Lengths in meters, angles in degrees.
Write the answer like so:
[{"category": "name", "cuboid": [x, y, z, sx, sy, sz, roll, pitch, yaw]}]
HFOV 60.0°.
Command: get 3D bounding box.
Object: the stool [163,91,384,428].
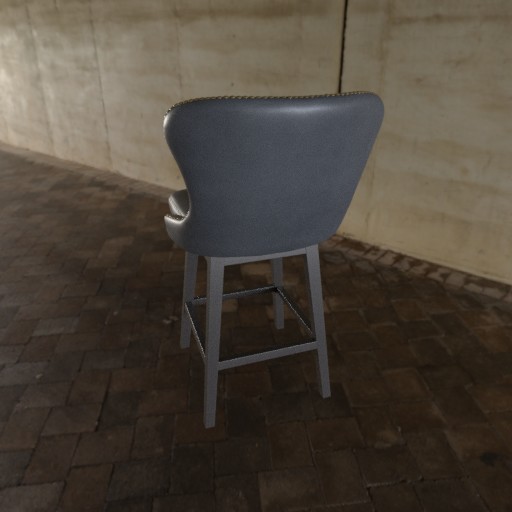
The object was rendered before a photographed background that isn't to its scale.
[{"category": "stool", "cuboid": [0.000, 0.000, 1.336, 0.528, 0.971, 0.593, -8, 27, -17]}]
